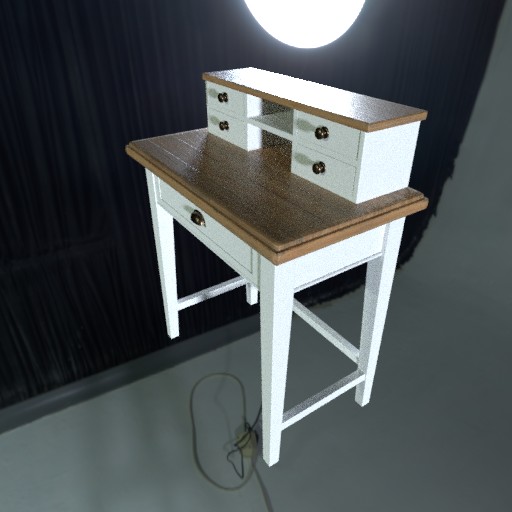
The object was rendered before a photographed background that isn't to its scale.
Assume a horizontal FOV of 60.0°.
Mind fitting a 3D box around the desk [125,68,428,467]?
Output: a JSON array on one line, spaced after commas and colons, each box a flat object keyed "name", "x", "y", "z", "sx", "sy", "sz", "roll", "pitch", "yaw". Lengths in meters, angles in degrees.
[{"name": "desk", "x": 0.000, "y": 0.000, "z": 1.405, "sx": 0.462, "sy": 0.981, "sz": 0.814, "roll": -20, "pitch": 37, "yaw": -29}]
